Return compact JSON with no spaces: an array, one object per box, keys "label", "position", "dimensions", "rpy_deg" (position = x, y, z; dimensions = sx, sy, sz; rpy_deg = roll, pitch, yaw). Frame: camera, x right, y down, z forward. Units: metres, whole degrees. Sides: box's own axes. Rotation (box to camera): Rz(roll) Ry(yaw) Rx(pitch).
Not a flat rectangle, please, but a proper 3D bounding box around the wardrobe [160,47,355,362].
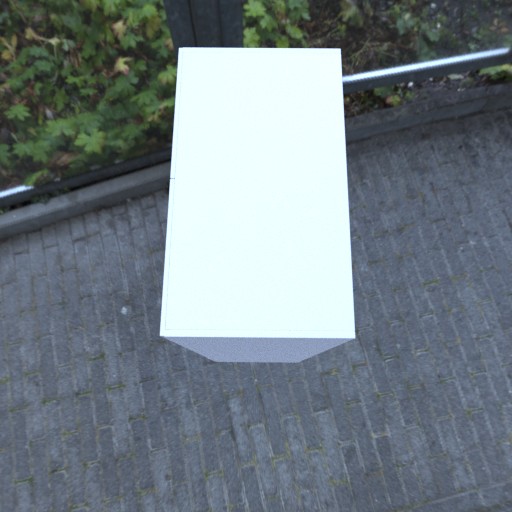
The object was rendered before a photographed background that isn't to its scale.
[{"label":"wardrobe","position":[0.000,0.000,2.270],"dimensions":[0.577,1.808,0.991],"rpy_deg":[0,74,0]}]
